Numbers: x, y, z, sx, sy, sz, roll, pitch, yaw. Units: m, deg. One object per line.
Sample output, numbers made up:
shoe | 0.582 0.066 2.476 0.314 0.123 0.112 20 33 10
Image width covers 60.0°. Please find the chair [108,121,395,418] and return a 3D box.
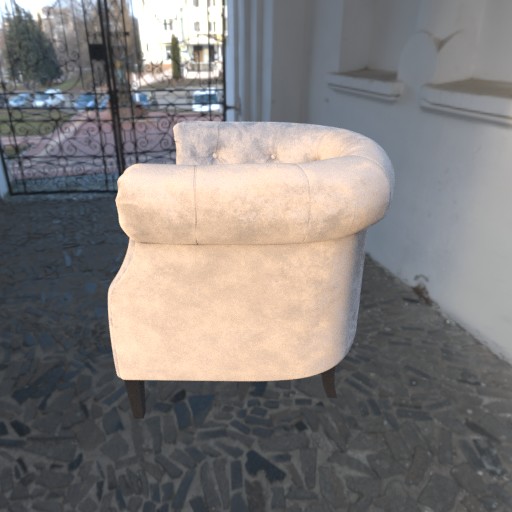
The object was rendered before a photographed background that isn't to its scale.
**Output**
chair | 0.000 0.000 1.572 0.851 0.826 0.904 0 26 1
